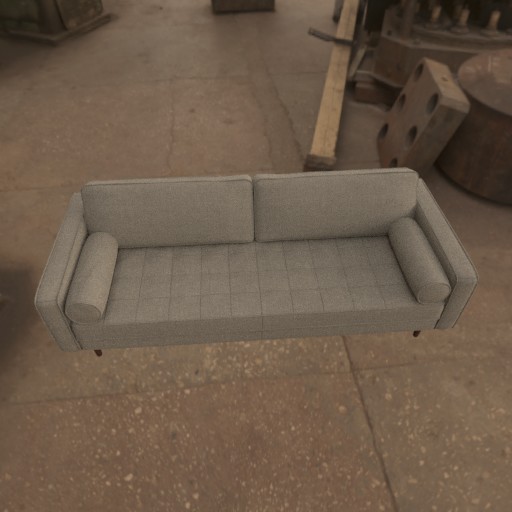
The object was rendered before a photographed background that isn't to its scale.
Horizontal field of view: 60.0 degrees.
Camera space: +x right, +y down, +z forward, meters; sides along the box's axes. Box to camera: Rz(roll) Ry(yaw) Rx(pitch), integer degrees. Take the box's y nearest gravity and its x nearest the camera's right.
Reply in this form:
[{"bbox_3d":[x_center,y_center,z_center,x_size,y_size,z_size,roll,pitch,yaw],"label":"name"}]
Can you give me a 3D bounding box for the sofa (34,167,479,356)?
[{"bbox_3d":[0.000,0.000,2.595,2.211,0.762,0.914,-3,45,-3],"label":"sofa"}]
